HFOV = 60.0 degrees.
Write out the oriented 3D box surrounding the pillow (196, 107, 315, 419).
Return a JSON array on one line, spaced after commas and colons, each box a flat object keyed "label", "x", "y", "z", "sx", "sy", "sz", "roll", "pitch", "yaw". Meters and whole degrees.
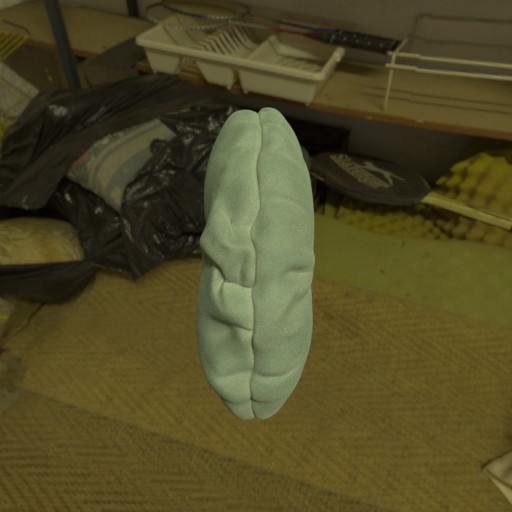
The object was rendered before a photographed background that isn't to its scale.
[{"label": "pillow", "x": 0.000, "y": 0.000, "z": 0.647, "sx": 0.148, "sy": 0.407, "sz": 0.428, "roll": 0, "pitch": 42, "yaw": 1}]
